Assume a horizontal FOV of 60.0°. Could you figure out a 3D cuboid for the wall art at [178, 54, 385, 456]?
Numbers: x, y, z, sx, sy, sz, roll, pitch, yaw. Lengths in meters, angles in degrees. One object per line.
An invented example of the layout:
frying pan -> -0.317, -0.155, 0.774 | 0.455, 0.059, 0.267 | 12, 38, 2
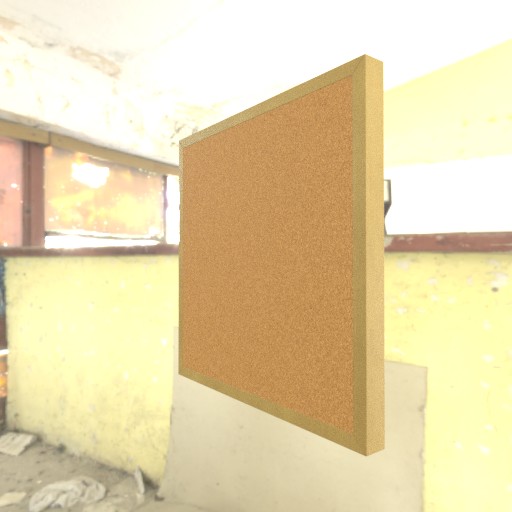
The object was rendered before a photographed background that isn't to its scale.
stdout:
wall art -> 0.000, 0.000, 0.772 | 0.038, 0.508, 0.508 | 0, -1, -37
